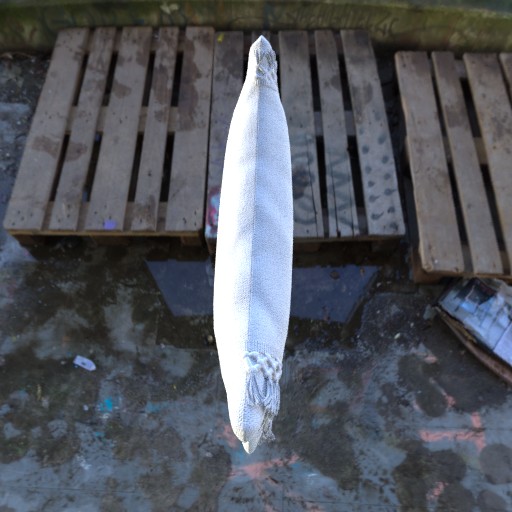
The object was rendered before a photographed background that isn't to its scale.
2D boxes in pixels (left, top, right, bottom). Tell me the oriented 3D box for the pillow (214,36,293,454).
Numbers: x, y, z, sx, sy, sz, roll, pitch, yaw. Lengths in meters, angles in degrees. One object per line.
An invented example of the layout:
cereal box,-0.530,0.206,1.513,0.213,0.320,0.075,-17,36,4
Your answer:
pillow,0.000,0.000,0.577,0.084,0.305,0.466,2,64,1
